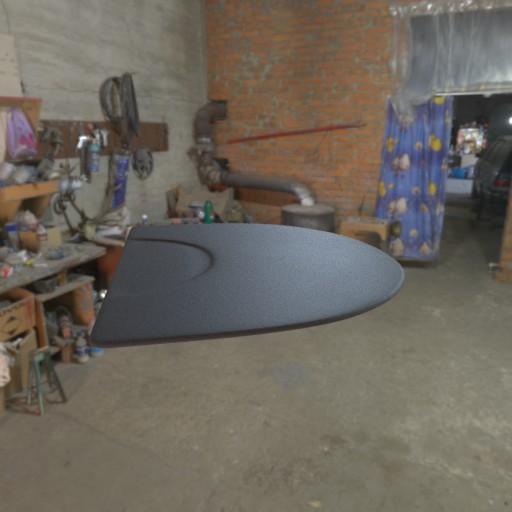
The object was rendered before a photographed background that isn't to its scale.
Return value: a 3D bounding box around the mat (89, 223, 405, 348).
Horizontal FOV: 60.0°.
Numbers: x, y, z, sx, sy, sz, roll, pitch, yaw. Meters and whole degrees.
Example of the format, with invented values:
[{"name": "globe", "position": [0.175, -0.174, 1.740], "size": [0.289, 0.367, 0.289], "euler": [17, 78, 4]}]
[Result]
[{"name": "mat", "position": [0.000, 0.000, 1.521], "size": [0.917, 0.016, 1.220], "euler": [-3, 15, -11]}]
